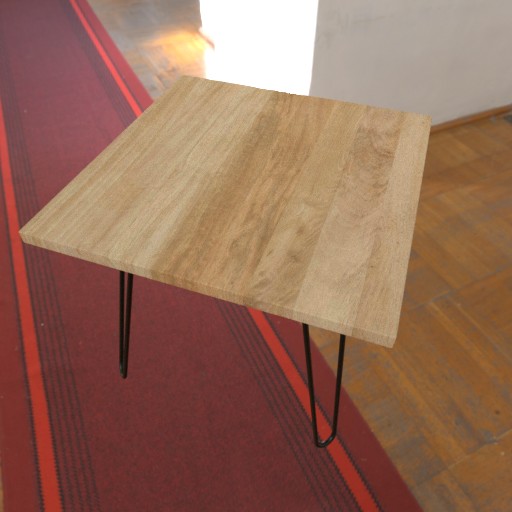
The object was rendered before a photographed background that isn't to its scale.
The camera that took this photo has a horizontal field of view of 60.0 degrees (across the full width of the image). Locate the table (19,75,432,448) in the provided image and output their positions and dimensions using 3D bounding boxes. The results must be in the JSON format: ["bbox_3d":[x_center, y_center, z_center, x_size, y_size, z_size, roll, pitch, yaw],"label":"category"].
[{"bbox_3d":[0.000,0.000,1.017,0.599,0.500,0.599,15,48,13],"label":"table"}]
